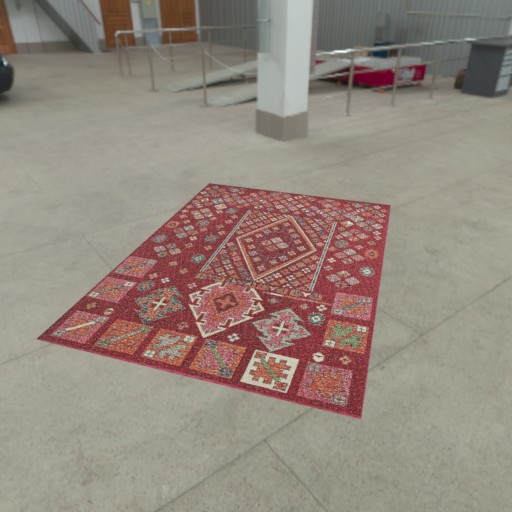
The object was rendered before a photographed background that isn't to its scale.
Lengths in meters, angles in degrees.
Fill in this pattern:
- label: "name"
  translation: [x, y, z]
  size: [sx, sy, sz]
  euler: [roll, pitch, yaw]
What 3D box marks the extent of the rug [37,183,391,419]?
- label: "rug"
  translation: [0.000, 0.000, 2.869]
  size: [1.579, 0.007, 2.184]
  euler: [9, 32, 15]
